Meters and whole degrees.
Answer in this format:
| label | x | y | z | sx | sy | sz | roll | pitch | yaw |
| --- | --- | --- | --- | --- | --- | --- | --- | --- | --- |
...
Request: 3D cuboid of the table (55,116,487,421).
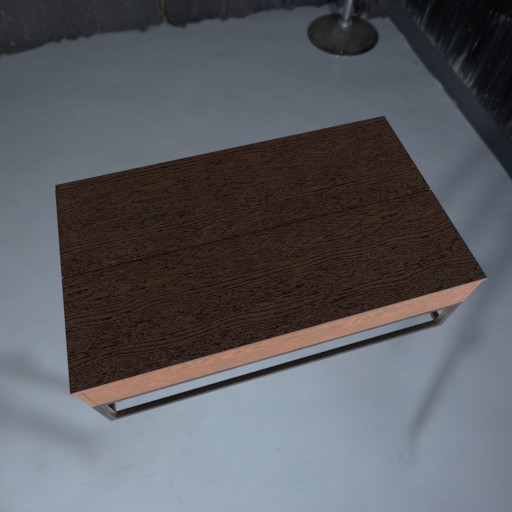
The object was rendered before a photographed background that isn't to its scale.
| label | x | y | z | sx | sy | sz | roll | pitch | yaw |
| --- | --- | --- | --- | --- | --- | --- | --- | --- | --- |
| table | 0.000 | 0.000 | 1.512 | 1.167 | 0.361 | 0.719 | -14 | 60 | -8 |
